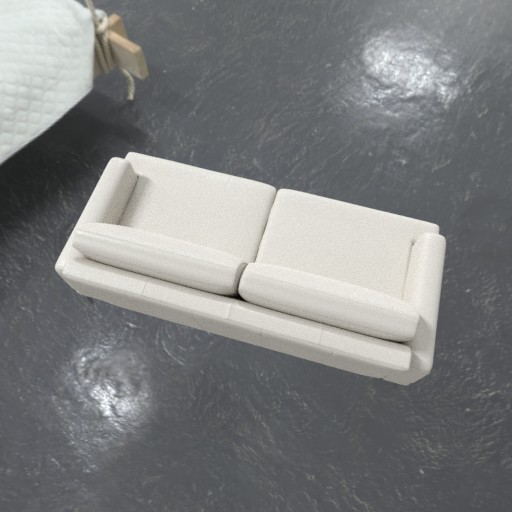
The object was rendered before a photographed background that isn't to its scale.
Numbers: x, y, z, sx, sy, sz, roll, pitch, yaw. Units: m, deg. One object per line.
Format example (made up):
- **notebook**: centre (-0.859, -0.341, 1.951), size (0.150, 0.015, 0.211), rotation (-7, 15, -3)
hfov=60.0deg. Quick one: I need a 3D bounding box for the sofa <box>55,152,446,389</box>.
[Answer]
- **sofa**: centre (0.000, 0.000, 2.442), size (1.940, 0.765, 0.974), rotation (14, 66, 7)
